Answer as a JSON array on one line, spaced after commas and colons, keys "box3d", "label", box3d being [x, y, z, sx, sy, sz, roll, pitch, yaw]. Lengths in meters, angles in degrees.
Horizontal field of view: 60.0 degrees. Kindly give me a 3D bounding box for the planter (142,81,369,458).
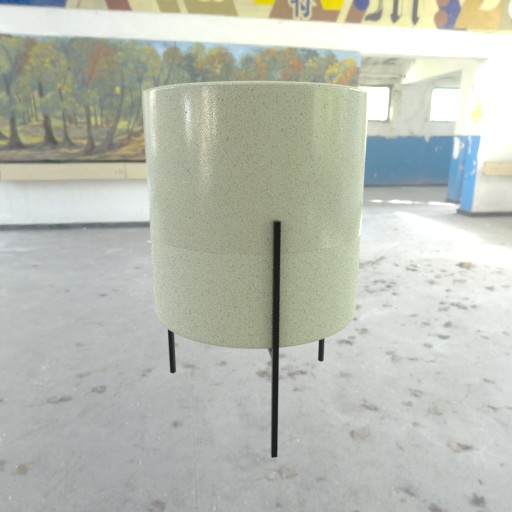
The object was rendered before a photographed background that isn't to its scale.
[{"box3d": [0.000, 0.000, 0.687, 0.314, 0.475, 0.323, -2, 15, -9], "label": "planter"}]
